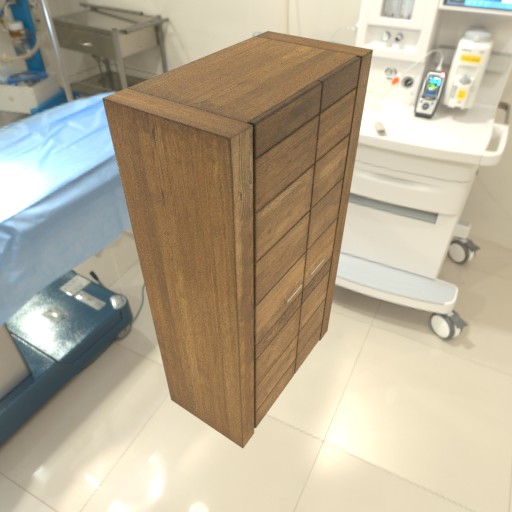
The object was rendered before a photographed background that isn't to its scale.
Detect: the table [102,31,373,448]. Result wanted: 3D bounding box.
[{"bbox_3d":[0.000,0.000,2.472,0.600,2.000,1.100,24,46,25],"label":"table"}]
